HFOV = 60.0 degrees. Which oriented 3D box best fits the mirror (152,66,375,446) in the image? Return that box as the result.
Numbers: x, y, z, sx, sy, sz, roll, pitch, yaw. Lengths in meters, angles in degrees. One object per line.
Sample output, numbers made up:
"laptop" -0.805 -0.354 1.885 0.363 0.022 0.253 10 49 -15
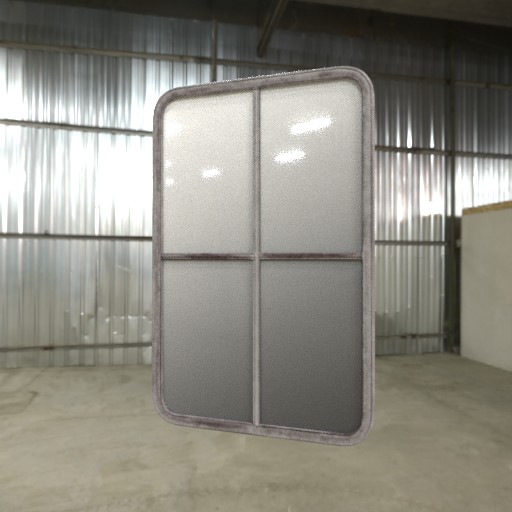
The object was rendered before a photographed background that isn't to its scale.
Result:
"mirror" 0.000 0.000 0.889 0.461 0.713 0.024 0 0 18
